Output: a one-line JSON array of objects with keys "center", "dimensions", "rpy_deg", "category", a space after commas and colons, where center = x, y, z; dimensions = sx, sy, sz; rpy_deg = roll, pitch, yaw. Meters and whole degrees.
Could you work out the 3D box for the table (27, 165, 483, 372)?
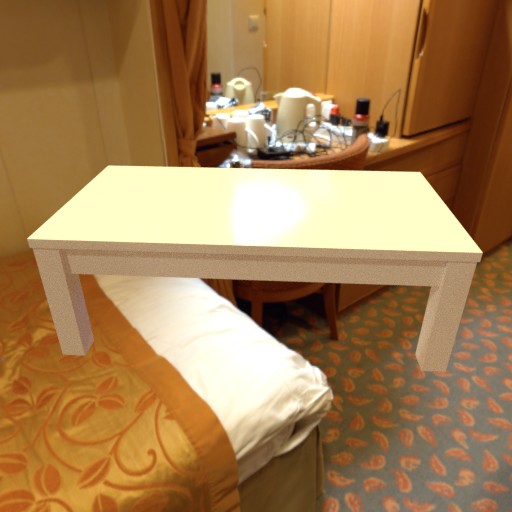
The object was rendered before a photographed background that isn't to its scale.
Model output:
[{"center": [0.000, 0.000, 1.729], "dimensions": [1.350, 0.470, 0.700], "rpy_deg": [2, 30, 3], "category": "table"}]
